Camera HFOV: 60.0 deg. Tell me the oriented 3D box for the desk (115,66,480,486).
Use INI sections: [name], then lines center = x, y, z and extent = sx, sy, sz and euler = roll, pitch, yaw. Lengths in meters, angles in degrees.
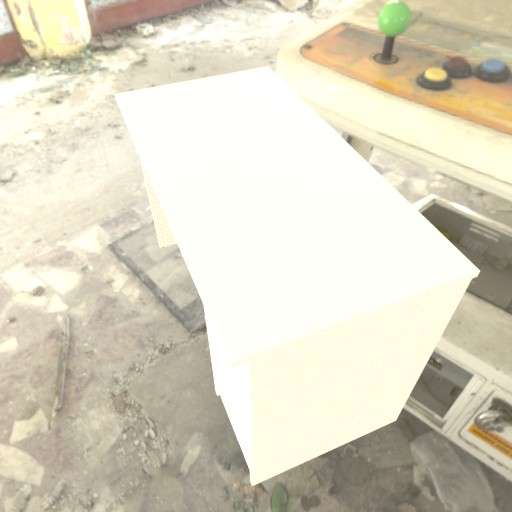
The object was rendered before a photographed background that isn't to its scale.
[desk]
center = 0.000, 0.000, 1.470
extent = 0.560, 0.735, 1.097
euler = -17, 49, -16
